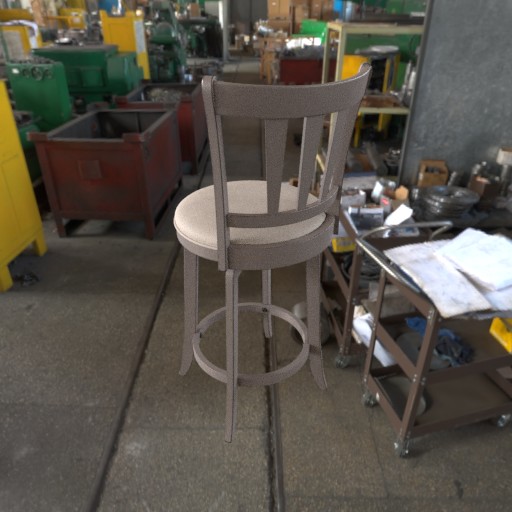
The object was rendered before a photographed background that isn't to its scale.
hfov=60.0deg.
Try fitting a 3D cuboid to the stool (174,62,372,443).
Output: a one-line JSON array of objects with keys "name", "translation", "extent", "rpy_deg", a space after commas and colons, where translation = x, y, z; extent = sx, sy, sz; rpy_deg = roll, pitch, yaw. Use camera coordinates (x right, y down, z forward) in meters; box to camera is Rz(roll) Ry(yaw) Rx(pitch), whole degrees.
[{"name": "stool", "translation": [0.000, 0.000, 1.268], "extent": [0.436, 1.023, 0.475], "rpy_deg": [-18, 34, -29]}]
